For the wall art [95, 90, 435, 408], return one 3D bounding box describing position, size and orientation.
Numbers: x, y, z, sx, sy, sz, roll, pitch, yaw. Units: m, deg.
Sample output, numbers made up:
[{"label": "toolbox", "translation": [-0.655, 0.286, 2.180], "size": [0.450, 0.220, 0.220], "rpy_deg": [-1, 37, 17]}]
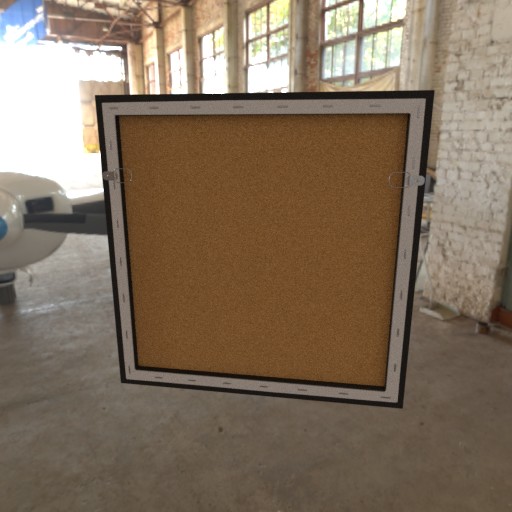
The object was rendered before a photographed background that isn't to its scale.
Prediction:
[{"label": "wall art", "translation": [0.000, 0.000, 1.097], "size": [0.758, 0.758, 0.044], "rpy_deg": [2, 16, 9]}]
